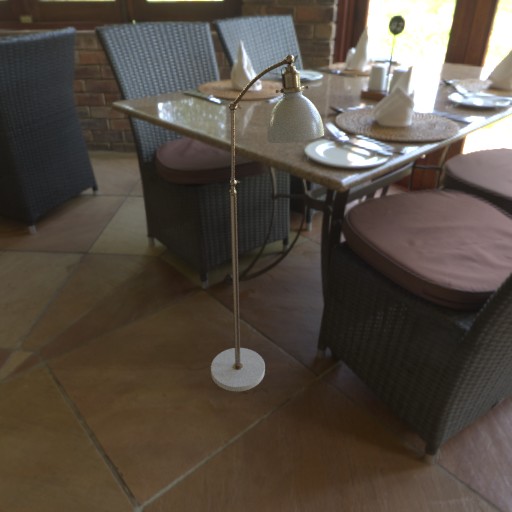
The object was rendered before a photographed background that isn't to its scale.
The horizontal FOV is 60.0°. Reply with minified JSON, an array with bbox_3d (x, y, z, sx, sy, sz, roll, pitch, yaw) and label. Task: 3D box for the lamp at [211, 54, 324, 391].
[{"bbox_3d":[0.000,0.000,1.867,0.288,1.586,0.599,-22,37,-32],"label":"lamp"}]
